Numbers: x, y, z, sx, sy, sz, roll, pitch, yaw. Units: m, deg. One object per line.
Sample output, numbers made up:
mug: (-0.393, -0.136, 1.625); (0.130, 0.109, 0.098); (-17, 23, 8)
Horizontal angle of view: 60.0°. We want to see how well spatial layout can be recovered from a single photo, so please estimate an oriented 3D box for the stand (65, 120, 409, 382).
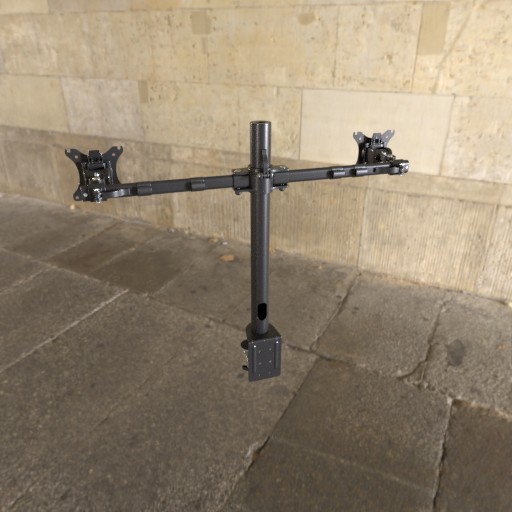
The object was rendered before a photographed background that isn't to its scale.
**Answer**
stand: (0.000, 0.000, 1.014); (0.743, 0.603, 0.150); (-8, 27, -15)
